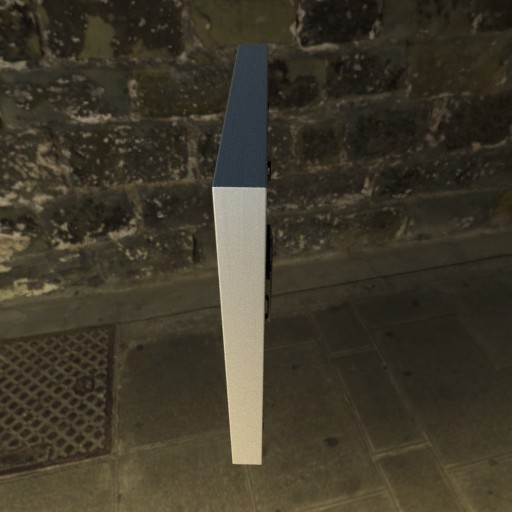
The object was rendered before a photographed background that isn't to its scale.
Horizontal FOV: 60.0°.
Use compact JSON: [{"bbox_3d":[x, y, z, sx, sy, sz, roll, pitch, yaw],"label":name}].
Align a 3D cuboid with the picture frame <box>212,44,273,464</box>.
[{"bbox_3d":[0.000,0.000,0.385,0.036,0.282,0.233,1,41,1],"label":"picture frame"}]
